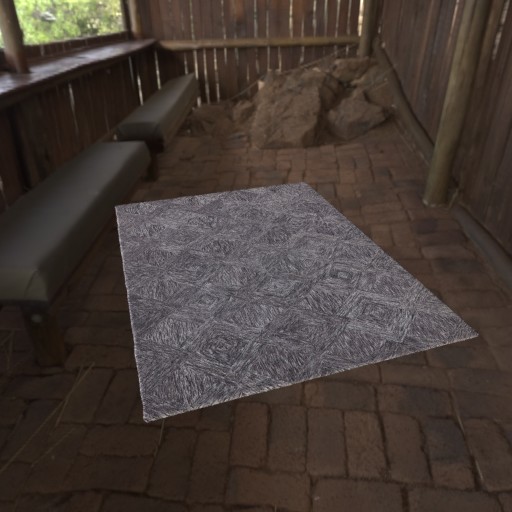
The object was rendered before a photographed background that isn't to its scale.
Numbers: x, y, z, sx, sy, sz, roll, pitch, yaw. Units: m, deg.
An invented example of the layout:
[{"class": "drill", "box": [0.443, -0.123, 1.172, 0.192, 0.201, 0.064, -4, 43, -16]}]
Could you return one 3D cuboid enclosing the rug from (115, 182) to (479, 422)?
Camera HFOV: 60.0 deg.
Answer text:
[{"class": "rug", "box": [0.000, 0.000, 4.244, 2.448, 0.017, 3.204, -10, 32, -16]}]
